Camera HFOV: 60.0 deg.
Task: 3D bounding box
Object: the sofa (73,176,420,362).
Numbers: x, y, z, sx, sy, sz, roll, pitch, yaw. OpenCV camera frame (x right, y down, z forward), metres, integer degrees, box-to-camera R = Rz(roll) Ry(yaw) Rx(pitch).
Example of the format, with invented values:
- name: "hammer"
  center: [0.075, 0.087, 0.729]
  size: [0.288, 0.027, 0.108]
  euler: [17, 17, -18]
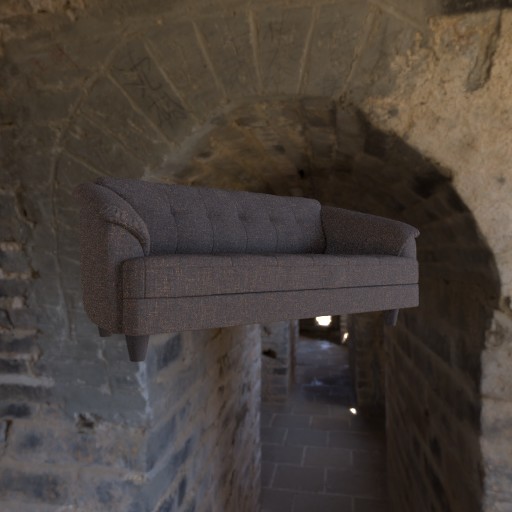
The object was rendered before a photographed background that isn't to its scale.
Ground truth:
- name: "sofa"
  center: [0.000, 0.000, 2.327]
  size: [1.849, 0.790, 0.887]
  euler: [0, 0, -36]
